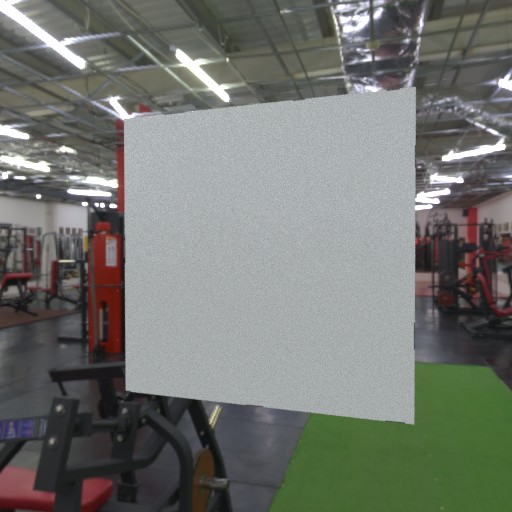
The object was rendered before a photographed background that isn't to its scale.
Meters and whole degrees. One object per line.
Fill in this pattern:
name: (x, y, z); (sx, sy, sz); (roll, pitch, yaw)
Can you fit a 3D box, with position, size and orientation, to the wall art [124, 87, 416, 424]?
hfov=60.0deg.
wall art: (0.000, 0.000, 0.659); (0.446, 0.445, 0.014); (0, 1, 18)
